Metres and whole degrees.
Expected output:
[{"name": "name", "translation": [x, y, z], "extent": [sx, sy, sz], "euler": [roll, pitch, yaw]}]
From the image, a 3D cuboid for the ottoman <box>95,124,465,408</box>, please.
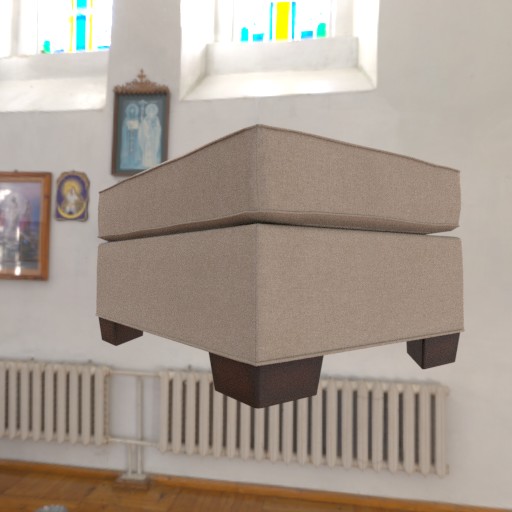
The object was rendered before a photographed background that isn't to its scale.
[{"name": "ottoman", "translation": [0.000, 0.000, 1.199], "extent": [0.617, 0.503, 0.846], "euler": [1, -1, -36]}]
